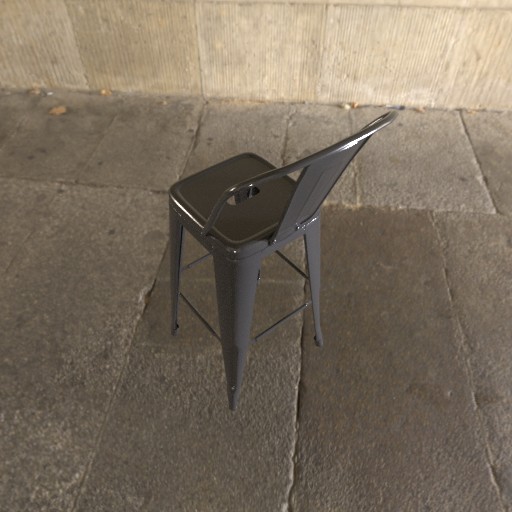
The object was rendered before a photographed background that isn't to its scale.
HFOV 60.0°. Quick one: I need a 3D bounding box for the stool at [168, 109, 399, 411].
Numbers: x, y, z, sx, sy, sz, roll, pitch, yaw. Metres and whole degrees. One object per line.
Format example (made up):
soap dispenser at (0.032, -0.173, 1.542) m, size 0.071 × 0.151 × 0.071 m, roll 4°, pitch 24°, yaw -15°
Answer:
stool at (0.000, 0.000, 1.286) m, size 0.432 × 1.022 × 0.528 m, roll -30°, pitch 54°, yaw -25°
